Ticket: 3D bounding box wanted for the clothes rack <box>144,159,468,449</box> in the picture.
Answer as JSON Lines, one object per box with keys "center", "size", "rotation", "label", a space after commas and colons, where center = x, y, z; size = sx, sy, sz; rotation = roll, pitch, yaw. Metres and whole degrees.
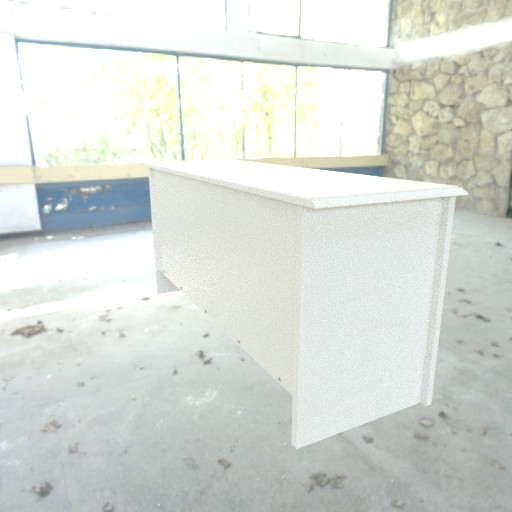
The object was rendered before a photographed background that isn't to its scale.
{"center": [0.000, 0.000, 1.464], "size": [0.405, 0.558, 1.218], "rotation": [-8, 17, -27], "label": "clothes rack"}
